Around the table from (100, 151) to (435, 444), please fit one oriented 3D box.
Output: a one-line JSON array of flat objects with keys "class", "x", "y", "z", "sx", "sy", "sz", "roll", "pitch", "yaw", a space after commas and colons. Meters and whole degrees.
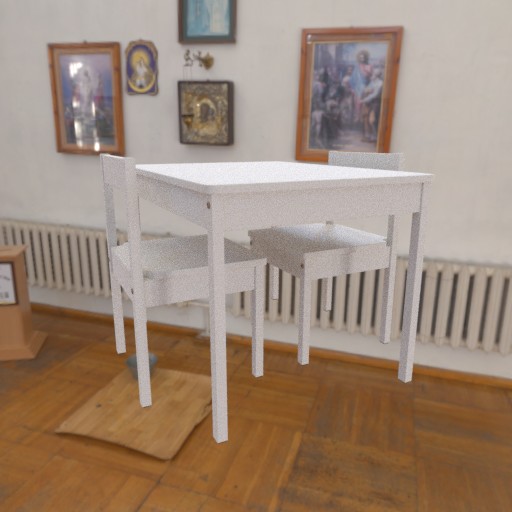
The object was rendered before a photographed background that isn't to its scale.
[{"class": "table", "x": 0.000, "y": 0.000, "z": 1.116, "sx": 0.672, "sy": 0.503, "sz": 0.650, "roll": -7, "pitch": 16, "yaw": -26}]
